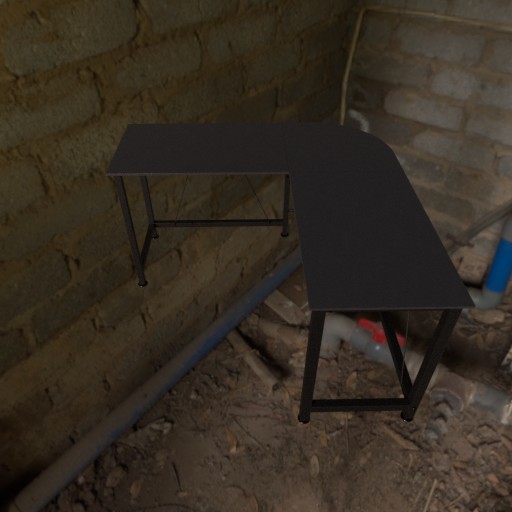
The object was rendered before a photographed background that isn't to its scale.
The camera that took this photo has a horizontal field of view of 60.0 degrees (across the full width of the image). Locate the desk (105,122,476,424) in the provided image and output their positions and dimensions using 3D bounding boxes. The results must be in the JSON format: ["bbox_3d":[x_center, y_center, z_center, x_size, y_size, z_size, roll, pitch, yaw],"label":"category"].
[{"bbox_3d":[0.000,0.000,2.207,1.400,0.762,1.400,-1,41,-1],"label":"desk"}]
